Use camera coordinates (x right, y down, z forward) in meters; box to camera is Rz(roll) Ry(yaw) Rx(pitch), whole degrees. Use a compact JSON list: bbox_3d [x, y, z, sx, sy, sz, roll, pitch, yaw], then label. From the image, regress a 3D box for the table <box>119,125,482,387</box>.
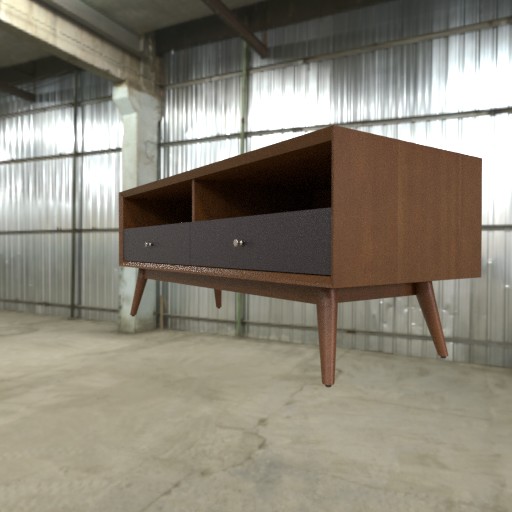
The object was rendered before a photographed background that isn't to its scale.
[{"bbox_3d":[0.000,0.000,1.344,0.490,0.464,1.119,-1,1,-35],"label":"table"}]
